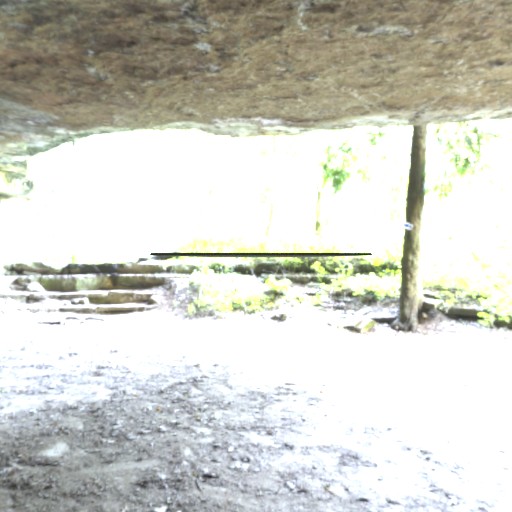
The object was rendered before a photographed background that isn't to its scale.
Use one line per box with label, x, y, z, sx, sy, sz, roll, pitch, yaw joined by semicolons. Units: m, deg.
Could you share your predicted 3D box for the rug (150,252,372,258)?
rug;0.000;0.000;2.714;0.759;0.012;2.430;0;0;-1
